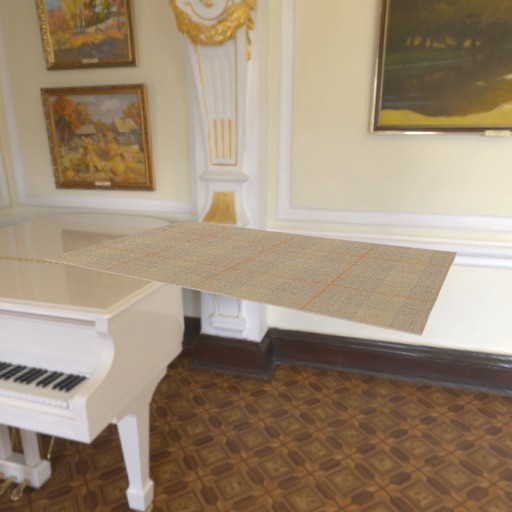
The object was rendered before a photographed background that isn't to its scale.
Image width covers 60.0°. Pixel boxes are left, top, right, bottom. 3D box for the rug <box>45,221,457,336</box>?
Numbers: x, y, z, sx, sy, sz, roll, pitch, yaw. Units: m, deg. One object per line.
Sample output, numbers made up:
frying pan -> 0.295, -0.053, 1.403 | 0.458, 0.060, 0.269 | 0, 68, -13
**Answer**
rug -> 0.000, 0.000, 3.087 | 2.442, 0.016, 1.527 | 8, 18, 28
